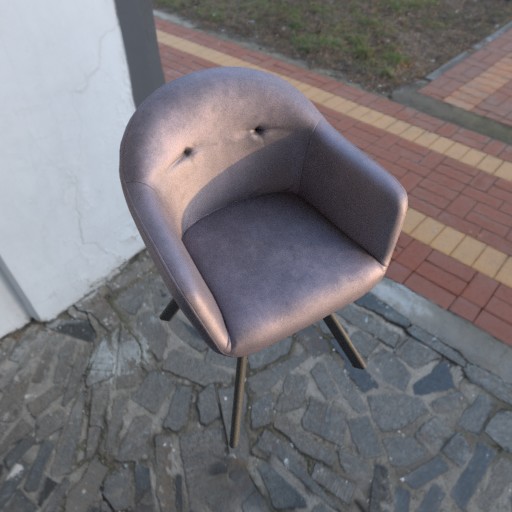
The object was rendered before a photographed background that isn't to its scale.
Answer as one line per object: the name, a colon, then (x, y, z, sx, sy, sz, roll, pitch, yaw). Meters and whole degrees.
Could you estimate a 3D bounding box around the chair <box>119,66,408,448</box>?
chair: (0.000, 0.000, 1.161, 0.567, 0.781, 0.544, -24, 52, -21)
